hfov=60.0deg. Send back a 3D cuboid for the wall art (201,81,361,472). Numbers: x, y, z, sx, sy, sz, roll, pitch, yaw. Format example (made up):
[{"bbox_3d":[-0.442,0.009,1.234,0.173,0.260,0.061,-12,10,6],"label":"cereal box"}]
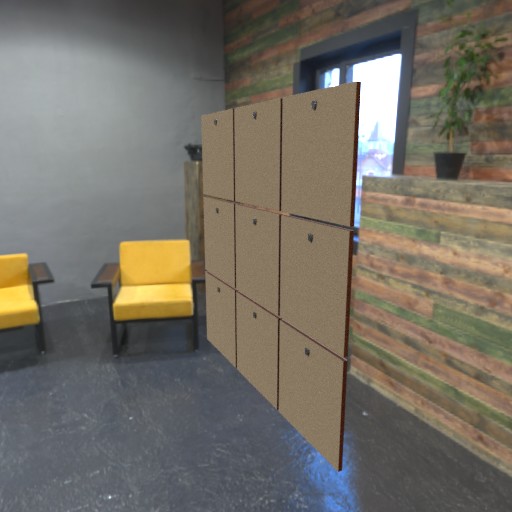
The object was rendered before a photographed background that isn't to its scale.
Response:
[{"bbox_3d":[0.000,0.000,1.383,0.018,0.904,0.906,-6,14,-26],"label":"wall art"}]
